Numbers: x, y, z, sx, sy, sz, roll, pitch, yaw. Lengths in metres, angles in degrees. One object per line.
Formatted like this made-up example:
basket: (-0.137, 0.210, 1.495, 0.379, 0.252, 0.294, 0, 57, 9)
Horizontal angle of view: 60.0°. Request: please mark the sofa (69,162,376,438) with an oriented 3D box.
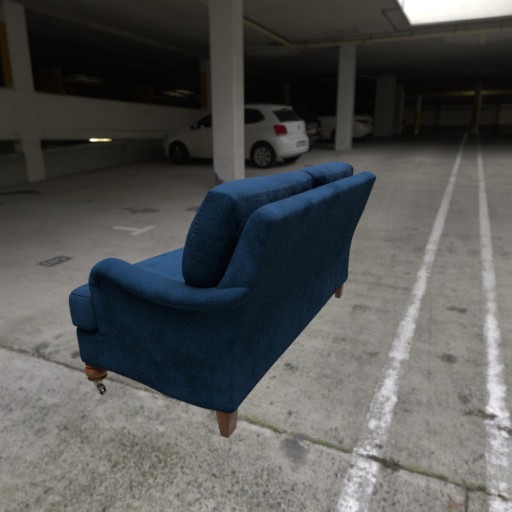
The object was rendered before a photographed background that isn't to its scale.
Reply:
sofa: (0.000, 0.000, 2.815, 1.084, 1.101, 2.141, 7, 17, 24)
